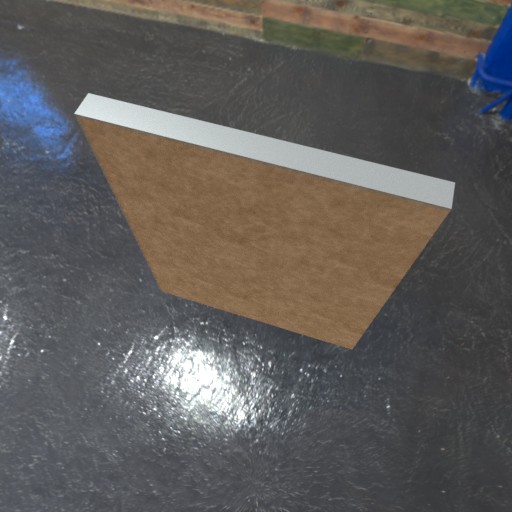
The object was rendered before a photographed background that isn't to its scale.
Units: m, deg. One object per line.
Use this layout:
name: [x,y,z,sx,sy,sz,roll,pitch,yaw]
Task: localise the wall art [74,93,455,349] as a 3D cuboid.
wall art: [0.000,0.000,0.762,0.453,0.554,0.037,16,64,8]
